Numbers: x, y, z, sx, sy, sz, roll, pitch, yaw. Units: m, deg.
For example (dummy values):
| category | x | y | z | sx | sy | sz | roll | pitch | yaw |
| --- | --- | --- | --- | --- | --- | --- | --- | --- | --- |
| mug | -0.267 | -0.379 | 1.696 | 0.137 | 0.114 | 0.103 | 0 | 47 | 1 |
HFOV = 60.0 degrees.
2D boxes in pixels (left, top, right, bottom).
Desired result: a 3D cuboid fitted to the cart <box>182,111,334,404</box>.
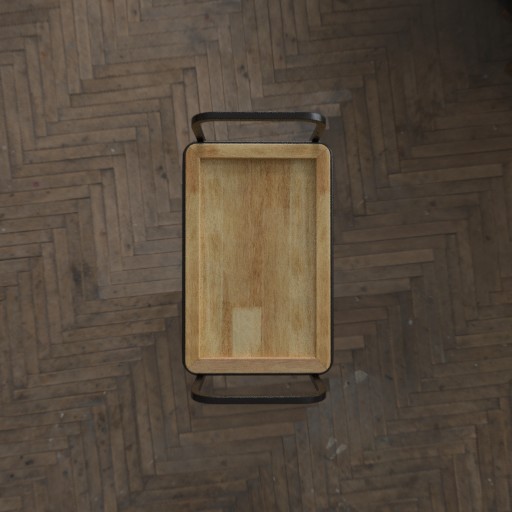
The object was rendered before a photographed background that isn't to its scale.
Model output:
| category | x | y | z | sx | sy | sz | roll | pitch | yaw |
| --- | --- | --- | --- | --- | --- | --- | --- | --- | --- |
| cart | 0.000 | 0.000 | 1.331 | 0.321 | 1.080 | 0.545 | 0 | 89 | -1 |
